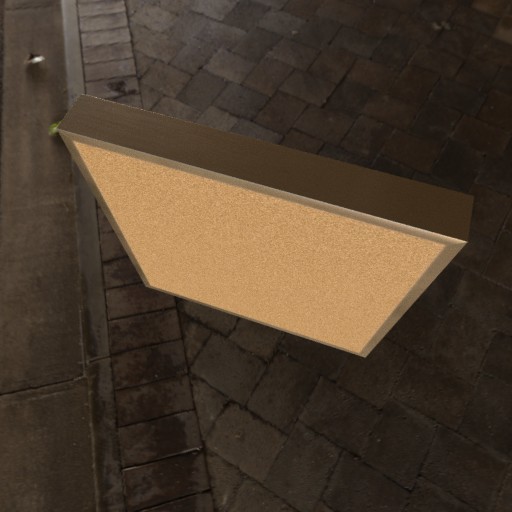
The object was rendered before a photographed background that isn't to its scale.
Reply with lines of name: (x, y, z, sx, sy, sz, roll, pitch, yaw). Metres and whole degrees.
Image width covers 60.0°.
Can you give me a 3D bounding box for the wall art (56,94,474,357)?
wall art: (0.000, 0.000, 0.455, 0.305, 0.303, 0.038, 17, 64, 8)
